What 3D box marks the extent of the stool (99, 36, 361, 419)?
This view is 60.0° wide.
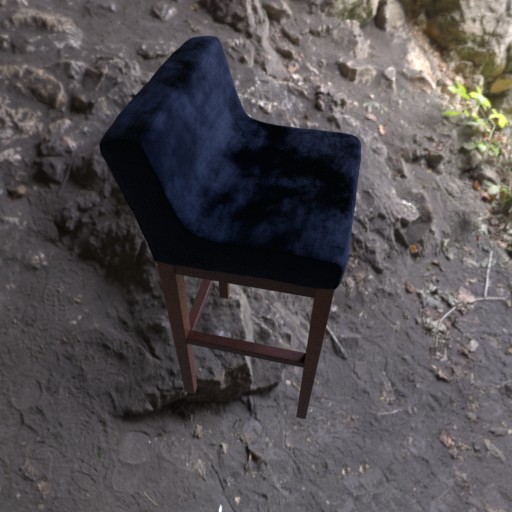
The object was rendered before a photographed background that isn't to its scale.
[{"bbox_3d":[0.000,0.000,1.300,0.500,1.037,0.511,10,48,9],"label":"stool"}]
